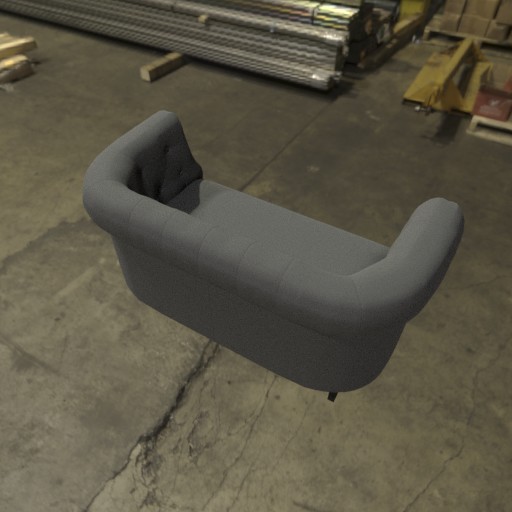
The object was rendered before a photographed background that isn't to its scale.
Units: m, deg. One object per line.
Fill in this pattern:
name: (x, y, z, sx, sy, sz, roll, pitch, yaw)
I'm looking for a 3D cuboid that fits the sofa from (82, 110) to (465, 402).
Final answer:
sofa: (0.000, 0.000, 2.055, 1.558, 0.827, 0.835, 23, 50, 21)
